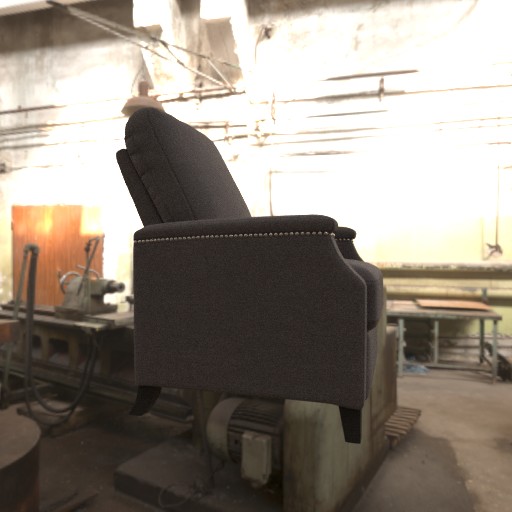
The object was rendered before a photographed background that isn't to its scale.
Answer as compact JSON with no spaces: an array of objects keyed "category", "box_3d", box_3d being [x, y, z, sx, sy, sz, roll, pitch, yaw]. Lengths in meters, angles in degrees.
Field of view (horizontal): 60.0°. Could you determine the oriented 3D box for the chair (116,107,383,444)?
[{"category":"chair","box_3d":[0.000,0.000,1.687,0.922,1.049,0.710,0,0,18]}]
